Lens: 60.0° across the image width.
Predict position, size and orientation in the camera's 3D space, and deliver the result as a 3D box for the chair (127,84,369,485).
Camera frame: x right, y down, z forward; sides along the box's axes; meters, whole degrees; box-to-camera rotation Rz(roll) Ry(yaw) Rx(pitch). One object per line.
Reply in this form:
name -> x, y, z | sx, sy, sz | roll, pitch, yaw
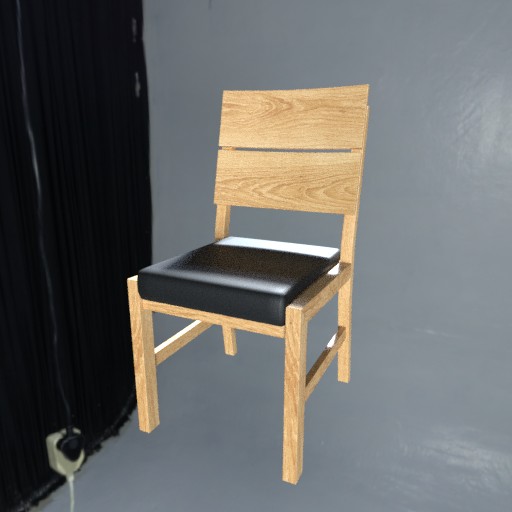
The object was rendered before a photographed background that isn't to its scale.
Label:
chair -> 0.000, 0.000, 1.276 | 0.475, 0.950, 0.569 | 7, 17, 25
